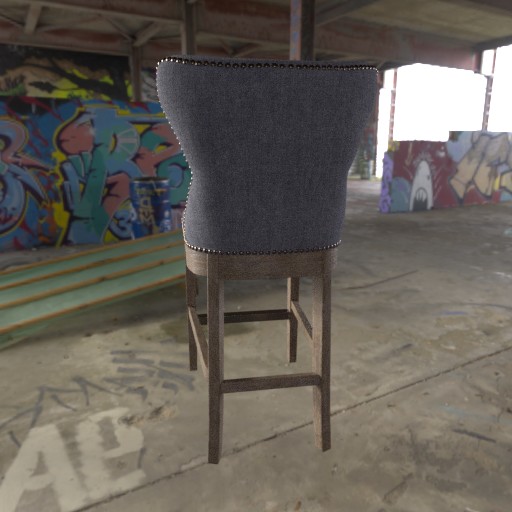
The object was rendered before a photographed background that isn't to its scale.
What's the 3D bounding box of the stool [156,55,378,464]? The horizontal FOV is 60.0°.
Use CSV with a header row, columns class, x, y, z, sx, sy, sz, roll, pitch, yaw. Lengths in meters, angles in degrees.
class,x,y,z,sx,sy,sz,roll,pitch,yaw
stool,0.000,0.000,1.276,0.498,0.981,0.608,-2,14,-9
